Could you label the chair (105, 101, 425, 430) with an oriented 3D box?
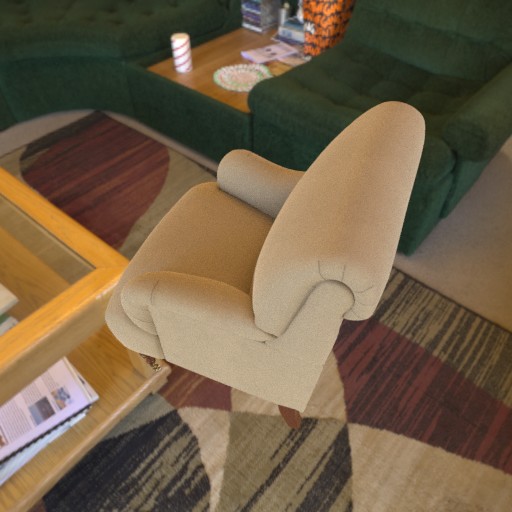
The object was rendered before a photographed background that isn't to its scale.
[{"bbox_3d":[0.000,0.000,1.513,0.842,0.942,0.766,17,50,15],"label":"chair"}]
